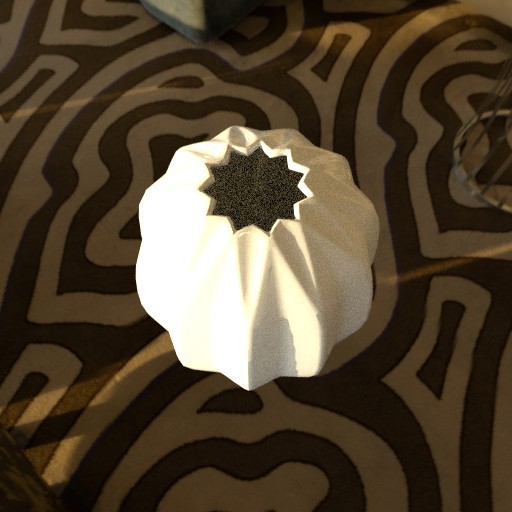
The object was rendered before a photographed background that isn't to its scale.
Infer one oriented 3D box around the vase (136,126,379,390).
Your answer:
[{"bbox_3d":[0.000,0.000,0.250,0.139,0.134,0.139,0,64,0],"label":"vase"}]
